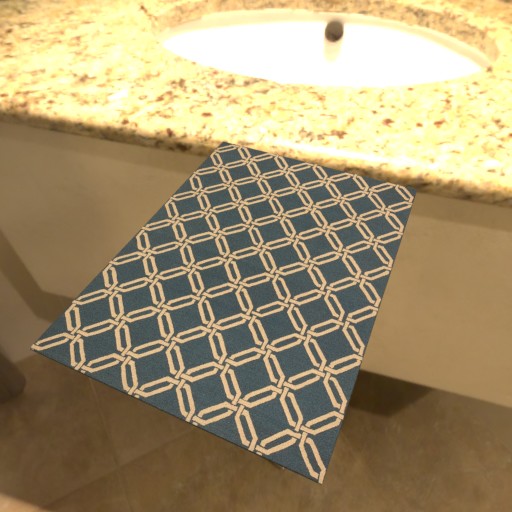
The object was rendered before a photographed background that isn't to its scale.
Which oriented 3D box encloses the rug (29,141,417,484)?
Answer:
[{"bbox_3d":[0.000,0.000,4.217,2.432,0.018,3.342,18,48,17],"label":"rug"}]
